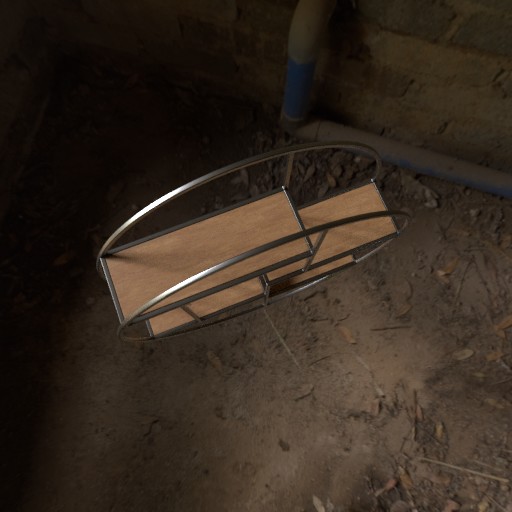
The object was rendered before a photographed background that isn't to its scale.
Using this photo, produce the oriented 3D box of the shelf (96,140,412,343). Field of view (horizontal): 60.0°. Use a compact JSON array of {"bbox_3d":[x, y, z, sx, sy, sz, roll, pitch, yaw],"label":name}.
[{"bbox_3d":[0.000,0.000,1.341,0.888,0.888,0.202,-21,77,-5],"label":"shelf"}]
